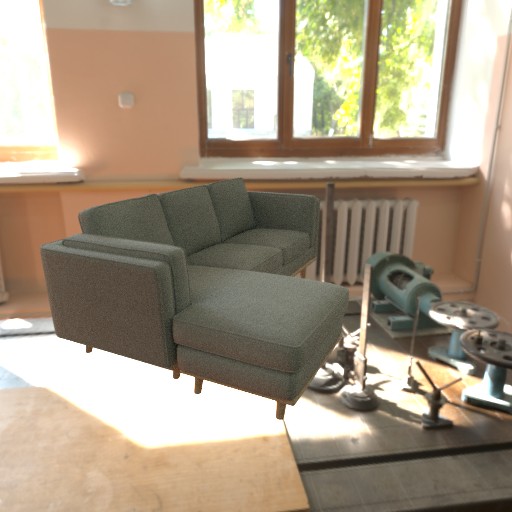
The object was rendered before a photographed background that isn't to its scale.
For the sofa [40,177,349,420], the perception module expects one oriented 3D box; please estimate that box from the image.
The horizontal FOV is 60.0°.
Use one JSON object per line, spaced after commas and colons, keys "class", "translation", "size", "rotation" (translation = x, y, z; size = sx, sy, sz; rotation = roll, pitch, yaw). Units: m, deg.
{"class": "sofa", "translation": [0.000, 0.000, 3.251], "size": [1.604, 0.929, 2.411], "rotation": [8, 18, 25]}
